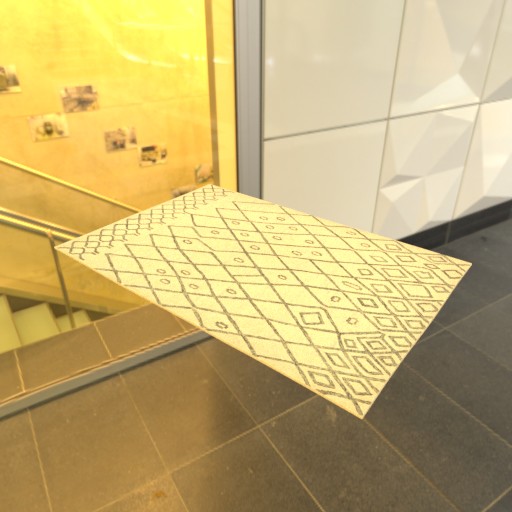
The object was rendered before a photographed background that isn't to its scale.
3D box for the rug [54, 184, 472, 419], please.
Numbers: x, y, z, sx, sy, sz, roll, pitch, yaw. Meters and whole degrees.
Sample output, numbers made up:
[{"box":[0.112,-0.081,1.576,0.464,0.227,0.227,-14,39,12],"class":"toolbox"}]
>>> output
[{"box":[0.000,0.000,2.319,1.828,0.015,1.222,21,36,33],"class":"rug"}]
